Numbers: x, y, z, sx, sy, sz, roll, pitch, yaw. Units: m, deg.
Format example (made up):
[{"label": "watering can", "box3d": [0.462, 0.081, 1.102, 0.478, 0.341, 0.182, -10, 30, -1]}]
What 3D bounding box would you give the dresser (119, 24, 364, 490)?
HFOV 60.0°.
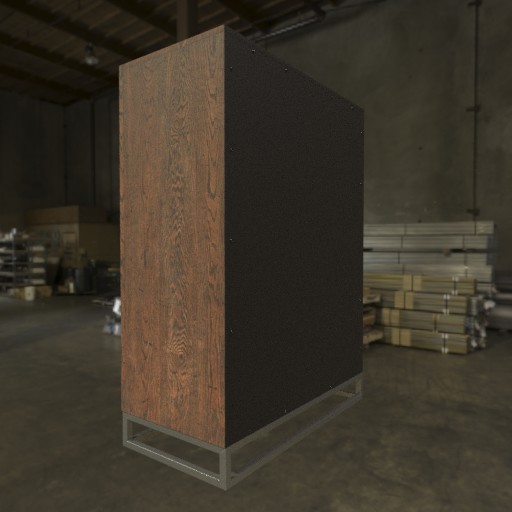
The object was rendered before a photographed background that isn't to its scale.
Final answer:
[{"label": "dresser", "box3d": [0.000, 0.000, 1.790, 0.508, 1.321, 0.965, 1, 2, 37]}]
